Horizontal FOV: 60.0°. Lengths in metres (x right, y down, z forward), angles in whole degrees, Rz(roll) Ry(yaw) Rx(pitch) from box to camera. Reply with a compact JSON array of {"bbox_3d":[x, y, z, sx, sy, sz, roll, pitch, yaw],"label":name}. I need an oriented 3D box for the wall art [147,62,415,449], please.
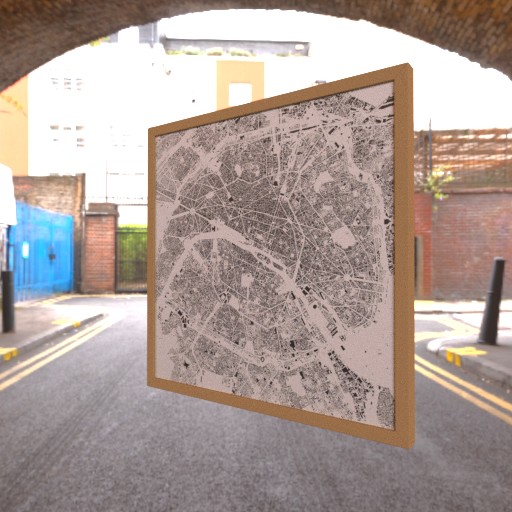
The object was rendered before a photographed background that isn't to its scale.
[{"bbox_3d":[0.000,0.000,1.104,0.761,0.761,0.037,0,-1,35],"label":"wall art"}]
